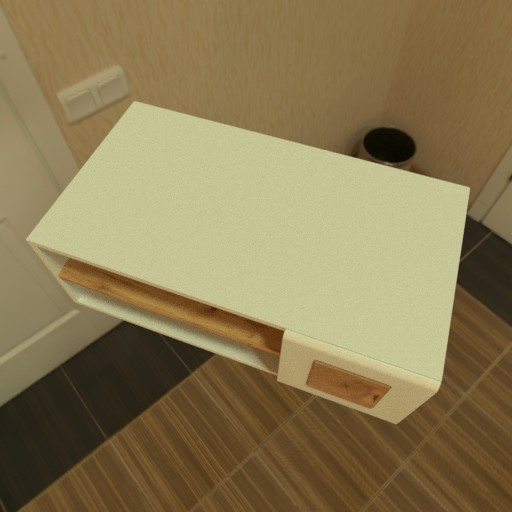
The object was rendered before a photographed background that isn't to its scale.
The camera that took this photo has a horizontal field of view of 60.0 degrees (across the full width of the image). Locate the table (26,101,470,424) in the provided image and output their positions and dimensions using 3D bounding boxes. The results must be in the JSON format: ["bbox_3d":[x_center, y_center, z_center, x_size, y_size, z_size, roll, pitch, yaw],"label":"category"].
[{"bbox_3d":[0.000,0.000,1.418,1.097,0.442,0.639,17,59,11],"label":"table"}]
